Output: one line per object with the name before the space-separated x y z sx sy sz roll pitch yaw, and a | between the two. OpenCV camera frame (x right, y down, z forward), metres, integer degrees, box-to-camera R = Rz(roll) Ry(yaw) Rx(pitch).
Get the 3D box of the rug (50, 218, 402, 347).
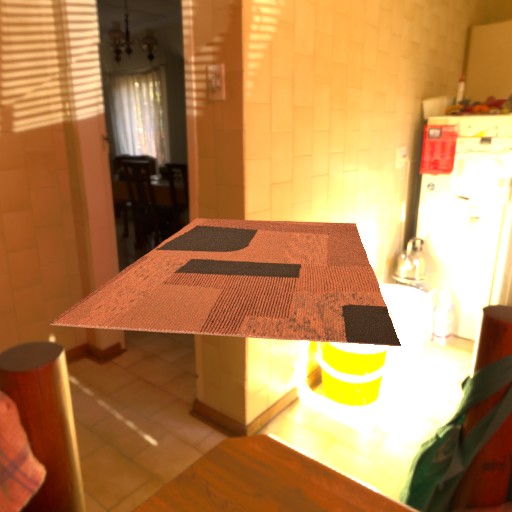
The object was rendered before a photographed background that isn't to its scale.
rug | 0.000 0.000 3.024 1.521 0.015 2.436 2 16 8
